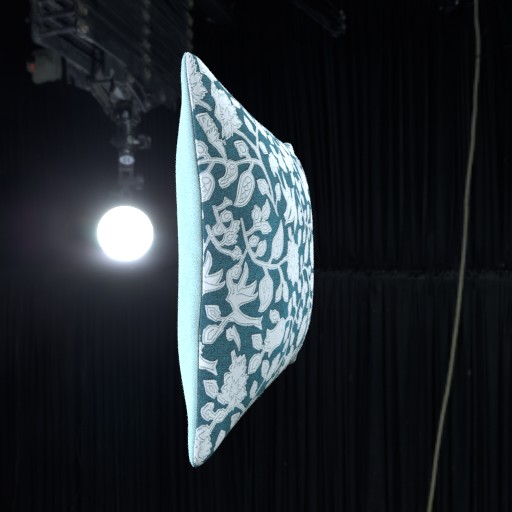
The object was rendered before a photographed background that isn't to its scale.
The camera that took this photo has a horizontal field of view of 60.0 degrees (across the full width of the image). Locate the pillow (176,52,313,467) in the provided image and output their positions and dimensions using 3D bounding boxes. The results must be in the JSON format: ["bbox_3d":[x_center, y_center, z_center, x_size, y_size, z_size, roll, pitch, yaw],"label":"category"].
[{"bbox_3d":[0.000,0.000,0.786,0.166,0.508,0.525,0,1,18],"label":"pillow"}]
